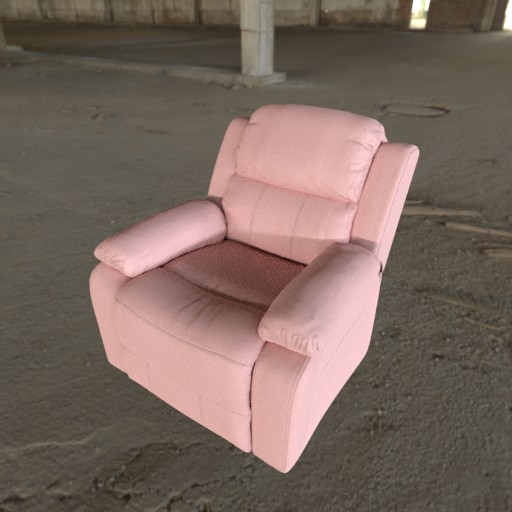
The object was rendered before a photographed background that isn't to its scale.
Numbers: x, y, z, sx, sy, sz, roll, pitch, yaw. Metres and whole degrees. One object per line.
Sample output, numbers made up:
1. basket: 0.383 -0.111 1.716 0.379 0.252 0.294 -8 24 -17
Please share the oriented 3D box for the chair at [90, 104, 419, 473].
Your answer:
1. chair: 0.000 0.000 1.222 0.680 0.702 0.709 20 35 30
